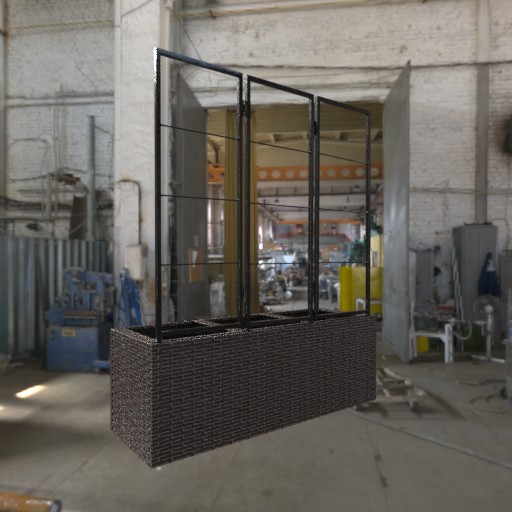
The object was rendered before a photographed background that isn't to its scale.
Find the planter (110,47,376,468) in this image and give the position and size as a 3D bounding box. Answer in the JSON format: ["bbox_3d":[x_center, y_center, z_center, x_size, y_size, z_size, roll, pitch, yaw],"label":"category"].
[{"bbox_3d":[0.000,0.000,1.178,0.699,0.841,0.244,0,0,-37],"label":"planter"}]
